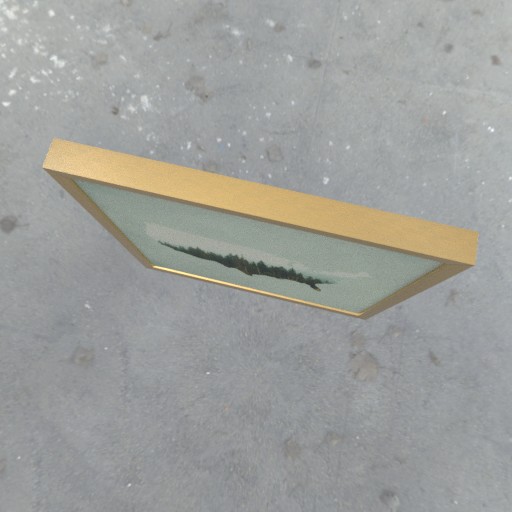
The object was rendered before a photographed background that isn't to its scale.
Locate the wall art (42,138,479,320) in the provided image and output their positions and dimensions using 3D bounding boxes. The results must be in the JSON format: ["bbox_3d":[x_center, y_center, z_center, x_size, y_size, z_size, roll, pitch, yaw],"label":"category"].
[{"bbox_3d":[0.000,0.000,0.757,0.509,0.509,0.040,13,75,3],"label":"wall art"}]
